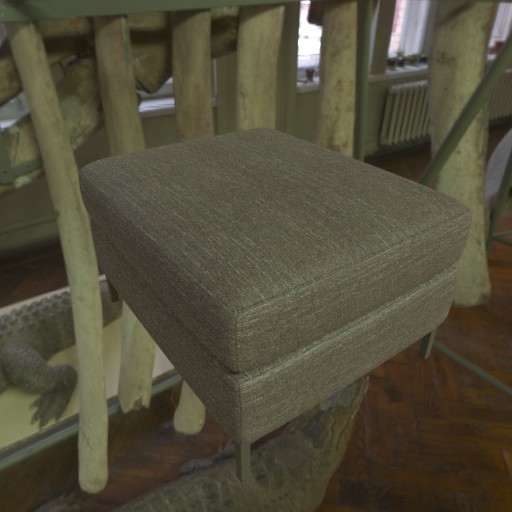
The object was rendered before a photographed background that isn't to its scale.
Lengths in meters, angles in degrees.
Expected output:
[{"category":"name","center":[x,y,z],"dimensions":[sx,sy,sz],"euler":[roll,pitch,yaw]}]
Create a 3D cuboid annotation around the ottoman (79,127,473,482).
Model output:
[{"category":"ottoman","center":[0.000,0.000,1.196],"dimensions":[0.671,0.490,0.820],"euler":[-21,37,-30]}]
